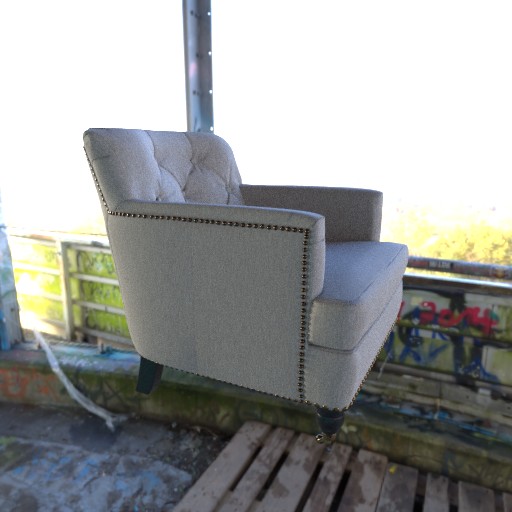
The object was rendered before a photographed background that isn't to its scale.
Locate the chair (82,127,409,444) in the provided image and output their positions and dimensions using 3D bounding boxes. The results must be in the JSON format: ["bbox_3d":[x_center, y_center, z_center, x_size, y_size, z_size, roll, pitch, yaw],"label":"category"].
[{"bbox_3d":[0.000,0.000,1.475,0.902,0.823,0.737,7,15,26],"label":"chair"}]
